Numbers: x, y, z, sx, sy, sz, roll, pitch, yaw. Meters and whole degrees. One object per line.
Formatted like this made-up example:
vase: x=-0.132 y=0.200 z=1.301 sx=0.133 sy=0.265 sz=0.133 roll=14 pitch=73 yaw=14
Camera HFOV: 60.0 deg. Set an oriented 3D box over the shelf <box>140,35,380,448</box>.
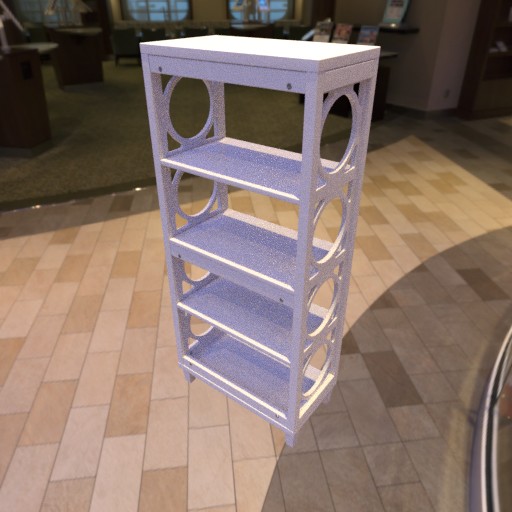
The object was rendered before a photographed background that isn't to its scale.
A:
shelf: x=0.000 y=0.000 z=1.632 sx=0.611 sy=1.411 sz=0.340 roll=21 pitch=37 yaw=31
